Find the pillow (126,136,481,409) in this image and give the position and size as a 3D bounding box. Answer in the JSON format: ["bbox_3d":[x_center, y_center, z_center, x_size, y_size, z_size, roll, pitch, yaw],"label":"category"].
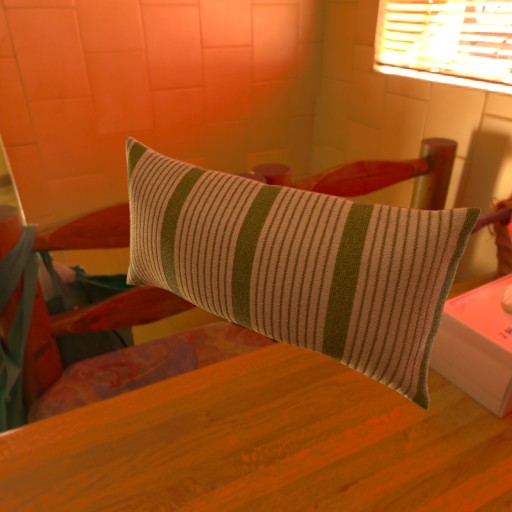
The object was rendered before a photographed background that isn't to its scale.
[{"bbox_3d":[0.000,0.000,0.717,0.608,0.292,0.156,18,34,29],"label":"pillow"}]
